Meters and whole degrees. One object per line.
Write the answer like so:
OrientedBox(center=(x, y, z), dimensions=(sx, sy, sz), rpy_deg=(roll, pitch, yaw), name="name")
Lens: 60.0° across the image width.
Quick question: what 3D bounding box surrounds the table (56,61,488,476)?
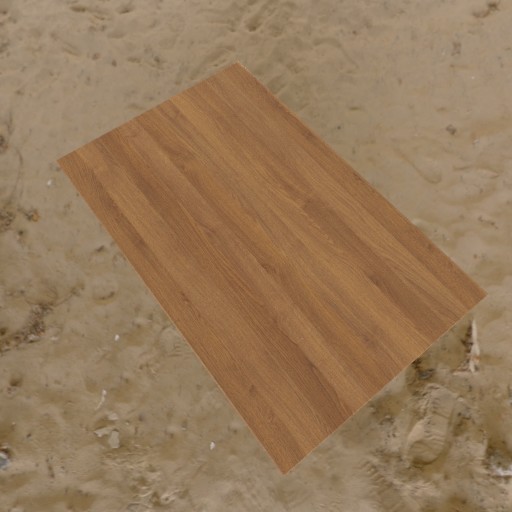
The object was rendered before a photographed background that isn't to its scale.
OrientedBox(center=(0.000, 0.000, 1.464), dimensions=(0.700, 0.442, 1.100), rpy_deg=(-35, 69, -15), name="table")
